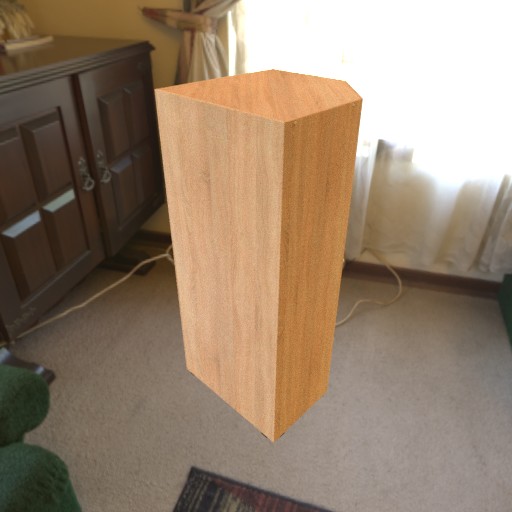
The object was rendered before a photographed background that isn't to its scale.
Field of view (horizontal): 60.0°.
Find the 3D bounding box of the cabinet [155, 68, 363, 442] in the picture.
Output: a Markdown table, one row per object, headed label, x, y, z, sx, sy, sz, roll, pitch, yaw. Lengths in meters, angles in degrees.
| label | x | y | z | sx | sy | sz | roll | pitch | yaw |
| --- | --- | --- | --- | --- | --- | --- | --- | --- | --- |
| cabinet | 0.000 | 0.000 | 2.952 | 1.094 | 2.120 | 1.327 | 0 | 32 | 0 |
